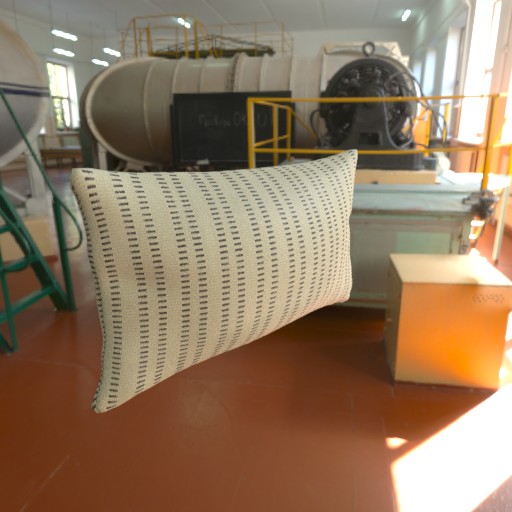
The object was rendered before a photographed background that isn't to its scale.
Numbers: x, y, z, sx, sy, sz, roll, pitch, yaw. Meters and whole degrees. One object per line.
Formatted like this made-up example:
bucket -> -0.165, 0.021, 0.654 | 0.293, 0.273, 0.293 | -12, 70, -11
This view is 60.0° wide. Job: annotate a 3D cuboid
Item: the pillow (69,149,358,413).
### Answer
pillow -> 0.000, 0.000, 0.801 | 0.640, 0.353, 0.210 | -16, 23, -42
